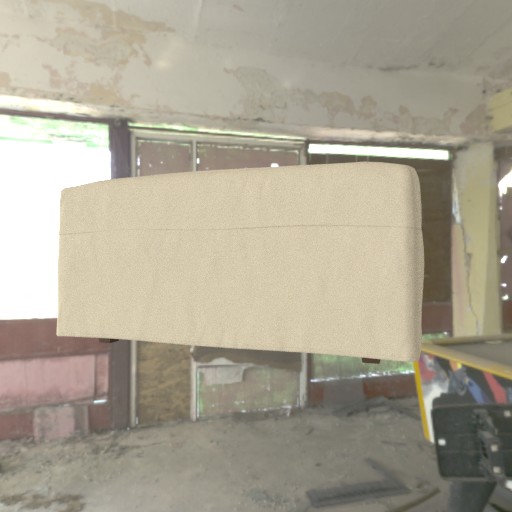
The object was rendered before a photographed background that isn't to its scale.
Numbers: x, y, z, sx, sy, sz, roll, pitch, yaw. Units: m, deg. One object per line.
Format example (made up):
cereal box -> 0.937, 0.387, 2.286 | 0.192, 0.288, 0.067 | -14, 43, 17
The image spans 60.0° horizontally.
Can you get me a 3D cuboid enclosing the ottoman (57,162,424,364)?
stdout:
ottoman -> 0.000, 0.000, 1.232 | 0.872, 0.444, 0.590 | 0, 0, 20
